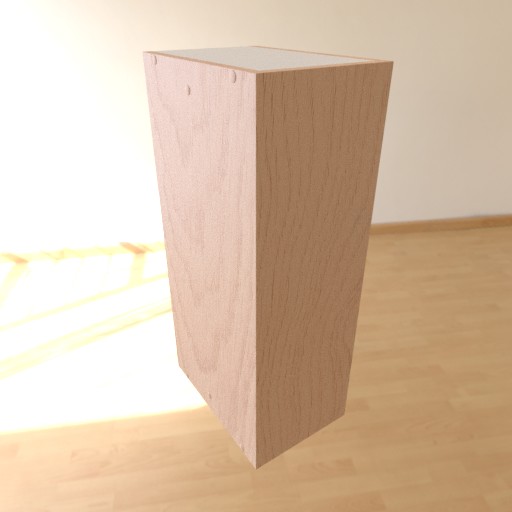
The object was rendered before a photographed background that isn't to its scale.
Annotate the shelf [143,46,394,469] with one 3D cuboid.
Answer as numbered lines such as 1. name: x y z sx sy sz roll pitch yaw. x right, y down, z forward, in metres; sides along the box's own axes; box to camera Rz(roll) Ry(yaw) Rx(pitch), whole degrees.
1. shelf: 0.000 0.000 0.726 0.200 0.600 0.290 -18 34 -29
